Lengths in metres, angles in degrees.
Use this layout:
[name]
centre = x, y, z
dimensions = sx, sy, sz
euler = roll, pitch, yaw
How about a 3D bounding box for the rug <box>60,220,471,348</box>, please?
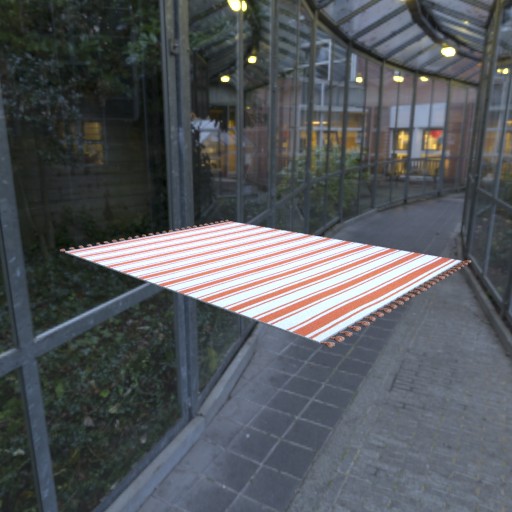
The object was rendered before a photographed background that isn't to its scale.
[rug]
centre = 0.000, 0.000, 4.441
dimensions = 3.369, 0.035, 2.451
euler = 13, 19, 41
